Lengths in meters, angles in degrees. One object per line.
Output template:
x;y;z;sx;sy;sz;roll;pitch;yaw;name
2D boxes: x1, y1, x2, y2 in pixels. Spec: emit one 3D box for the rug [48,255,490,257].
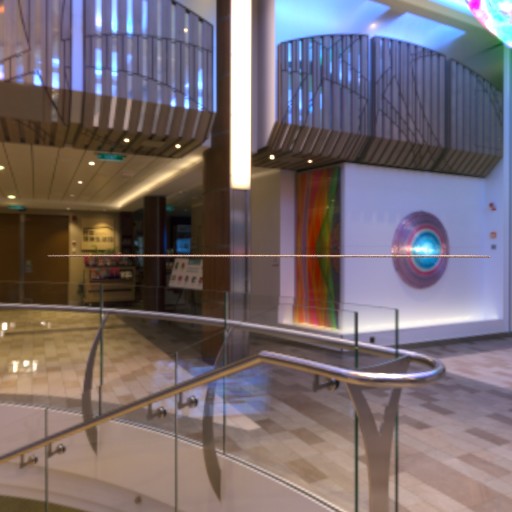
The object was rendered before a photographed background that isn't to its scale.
0.000;0.000;2.713;2.439;0.008;0.762;0;0;18;rug
